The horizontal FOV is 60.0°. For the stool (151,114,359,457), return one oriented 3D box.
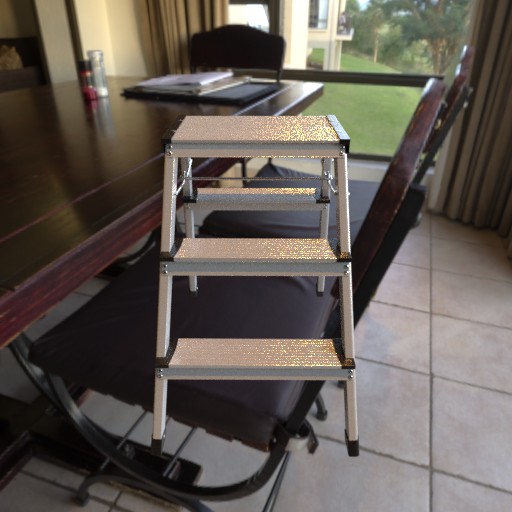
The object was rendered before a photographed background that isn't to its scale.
[{"bbox_3d":[0.000,0.000,1.042,0.437,0.605,0.622,0,30,0],"label":"stool"}]
